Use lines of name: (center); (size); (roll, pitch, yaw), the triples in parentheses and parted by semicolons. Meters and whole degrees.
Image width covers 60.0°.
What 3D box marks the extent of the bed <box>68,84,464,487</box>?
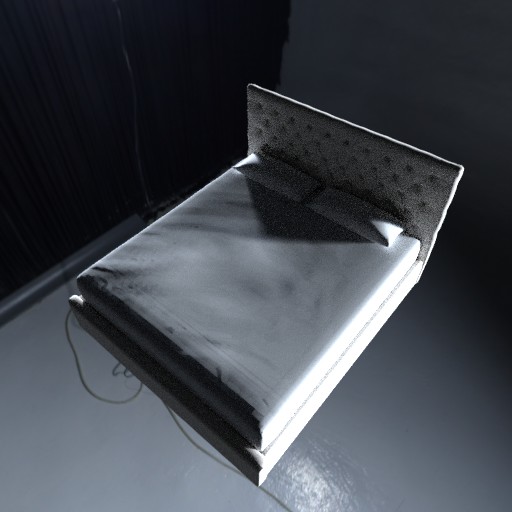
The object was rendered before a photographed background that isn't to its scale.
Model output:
bed: (0.000, 0.000, 3.598); (2.078, 1.427, 2.387); (31, 54, 26)
